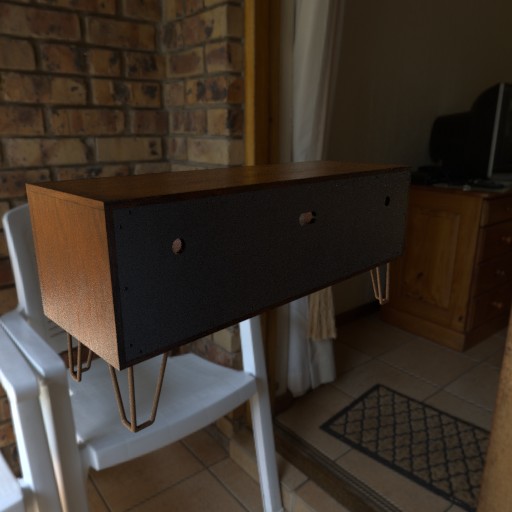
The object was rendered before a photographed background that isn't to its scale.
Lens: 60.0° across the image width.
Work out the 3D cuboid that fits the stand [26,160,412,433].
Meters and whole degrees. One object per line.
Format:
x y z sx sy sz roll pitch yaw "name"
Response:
0.000 0.000 1.640 1.372 0.610 0.481 -15 22 -43 "stand"
